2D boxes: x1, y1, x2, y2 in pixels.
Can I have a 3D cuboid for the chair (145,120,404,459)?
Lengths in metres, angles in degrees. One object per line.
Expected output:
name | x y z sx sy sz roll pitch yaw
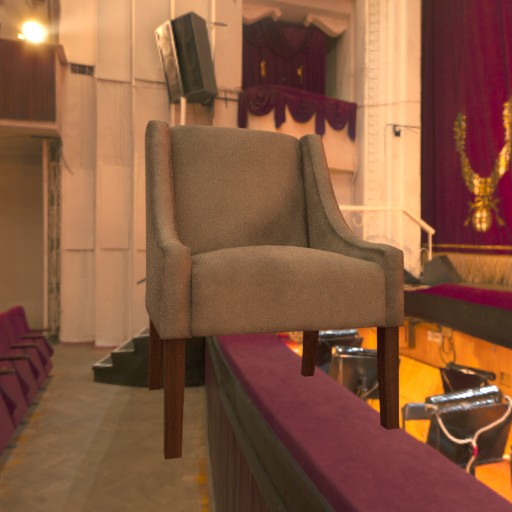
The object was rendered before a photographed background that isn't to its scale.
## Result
chair | 0.000 0.000 1.335 0.629 0.895 0.629 0 0 -17
